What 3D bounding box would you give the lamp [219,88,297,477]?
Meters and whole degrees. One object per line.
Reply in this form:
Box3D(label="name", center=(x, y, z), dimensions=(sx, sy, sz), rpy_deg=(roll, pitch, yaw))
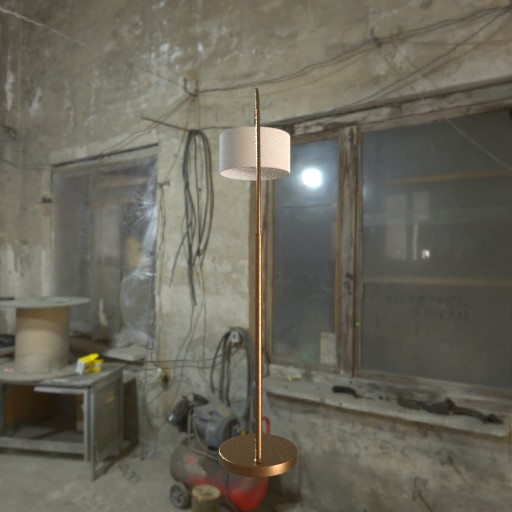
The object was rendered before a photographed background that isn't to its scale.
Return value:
Box3D(label="lamp", center=(0.000, 0.000, 2.635), dimensions=(0.493, 1.927, 1.434), rpy_deg=(0, -1, -1))
